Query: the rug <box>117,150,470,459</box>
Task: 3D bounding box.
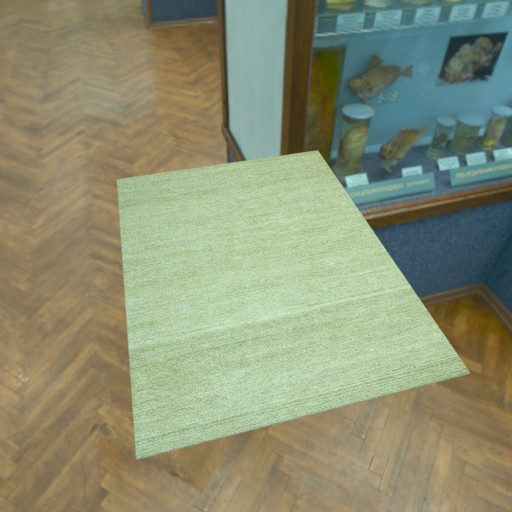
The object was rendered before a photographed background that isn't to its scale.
[{"bbox_3d":[0.000,0.000,4.150,2.425,0.016,3.198,-10,45,-10],"label":"rug"}]
